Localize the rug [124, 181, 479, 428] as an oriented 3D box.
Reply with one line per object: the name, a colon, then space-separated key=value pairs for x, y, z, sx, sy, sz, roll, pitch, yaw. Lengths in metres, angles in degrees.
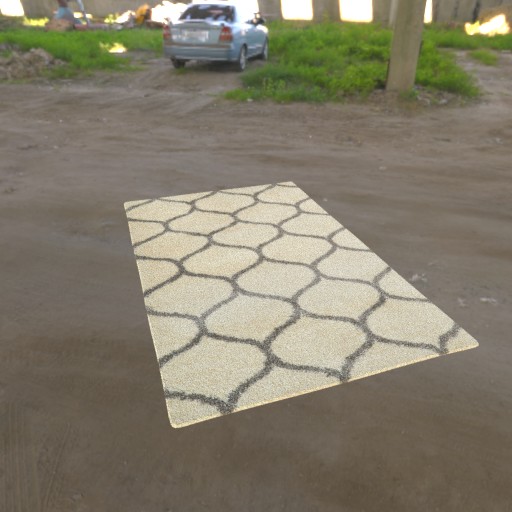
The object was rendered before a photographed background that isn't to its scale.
rug: x=0.000 y=0.000 z=2.904 sx=1.501 sy=0.024 sz=2.348 roll=-10 pitch=31 yaw=-16
